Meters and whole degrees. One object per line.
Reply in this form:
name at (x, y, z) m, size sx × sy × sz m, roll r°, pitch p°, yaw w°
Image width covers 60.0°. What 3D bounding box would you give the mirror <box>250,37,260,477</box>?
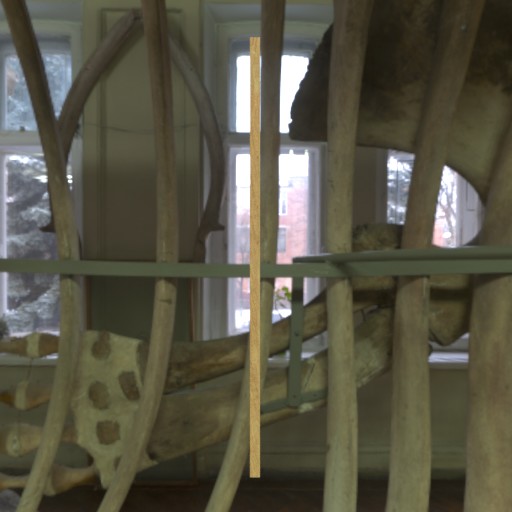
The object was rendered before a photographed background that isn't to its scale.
mirror at (0.000, 0.000, 1.205) m, size 0.020 × 0.800 × 0.800 m, roll 0°, pitch 1°, yaw 0°
